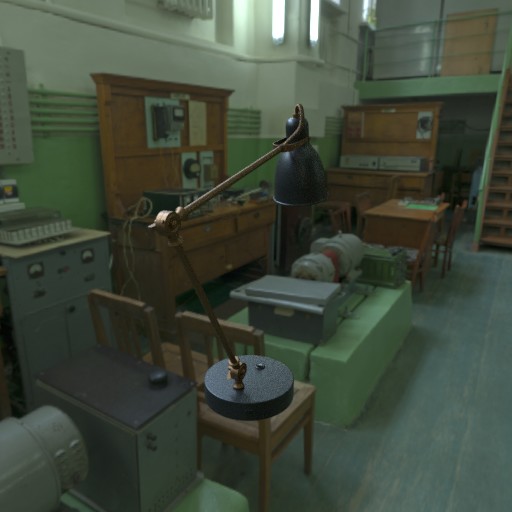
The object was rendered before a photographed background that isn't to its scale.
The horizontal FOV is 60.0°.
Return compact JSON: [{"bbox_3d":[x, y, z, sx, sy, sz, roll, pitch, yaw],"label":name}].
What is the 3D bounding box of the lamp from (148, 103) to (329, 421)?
[{"bbox_3d":[0.000,0.000,0.879,0.187,0.587,0.561,9,18,28],"label":"lamp"}]
